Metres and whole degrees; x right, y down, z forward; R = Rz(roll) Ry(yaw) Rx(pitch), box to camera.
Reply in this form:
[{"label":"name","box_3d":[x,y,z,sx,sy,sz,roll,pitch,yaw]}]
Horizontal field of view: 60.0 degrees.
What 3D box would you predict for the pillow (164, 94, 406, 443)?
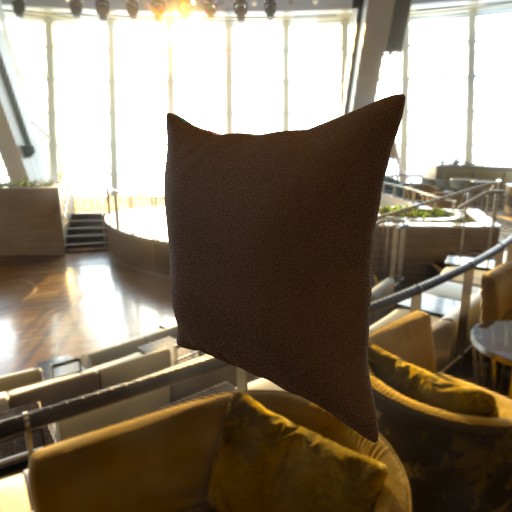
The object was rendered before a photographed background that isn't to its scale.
[{"label":"pillow","box_3d":[0.000,0.000,0.684,0.168,0.443,0.453,-13,19,-43]}]
